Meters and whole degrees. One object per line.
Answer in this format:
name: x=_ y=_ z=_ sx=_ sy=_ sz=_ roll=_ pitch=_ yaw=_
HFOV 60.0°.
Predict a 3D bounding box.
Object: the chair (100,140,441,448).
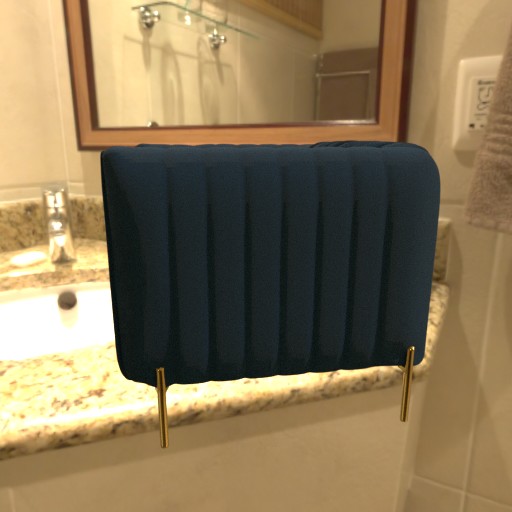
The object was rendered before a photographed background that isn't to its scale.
chair: x=0.000 y=0.000 z=1.571 sx=0.877 sy=0.793 sz=0.947 roll=-2 pitch=15 yaw=-9
